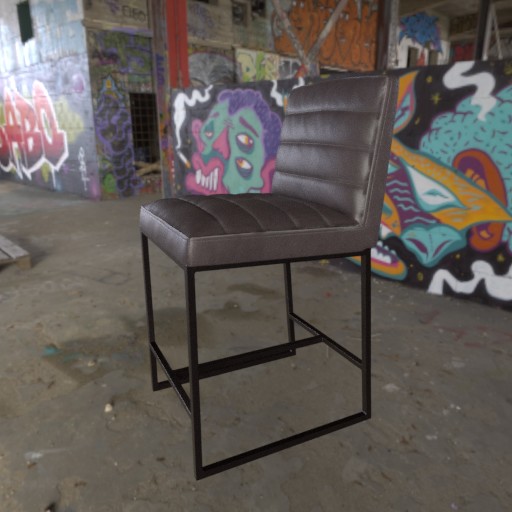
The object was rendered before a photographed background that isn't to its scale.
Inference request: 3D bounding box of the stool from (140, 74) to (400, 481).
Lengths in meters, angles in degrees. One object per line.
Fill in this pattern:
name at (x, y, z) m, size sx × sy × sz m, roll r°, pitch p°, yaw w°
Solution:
stool at (0.000, 0.000, 1.238) m, size 0.562 × 0.946 × 0.463 m, roll -8°, pitch 18°, yaw -25°
